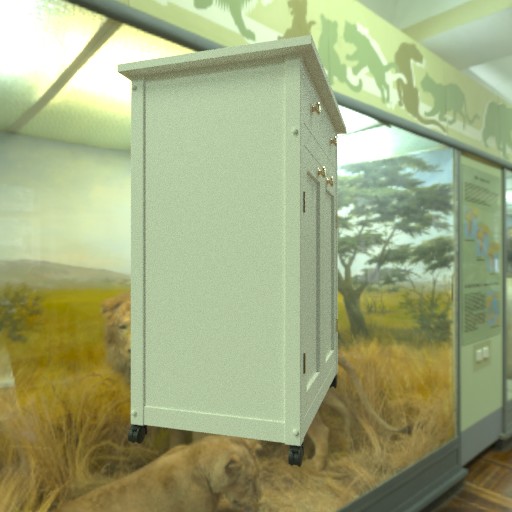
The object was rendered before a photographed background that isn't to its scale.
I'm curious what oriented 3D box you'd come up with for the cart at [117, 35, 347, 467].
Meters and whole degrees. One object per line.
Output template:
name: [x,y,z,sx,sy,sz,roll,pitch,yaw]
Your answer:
cart: [0.000,0.000,1.257,0.442,0.864,0.683,0,0,17]
